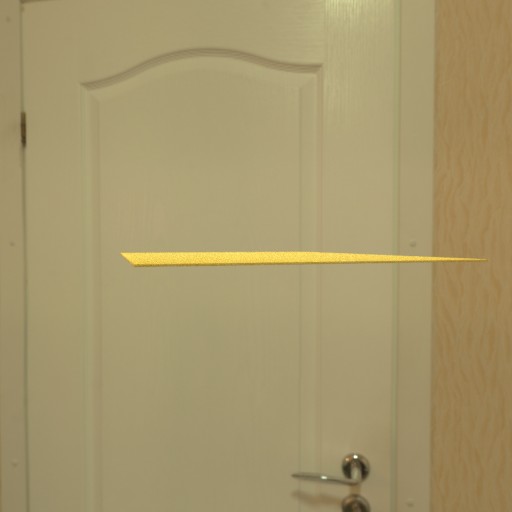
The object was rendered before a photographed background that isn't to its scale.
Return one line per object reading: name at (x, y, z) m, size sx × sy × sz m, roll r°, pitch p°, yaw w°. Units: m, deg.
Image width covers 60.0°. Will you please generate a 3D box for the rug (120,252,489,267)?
rug at (0.000, 0.000, 4.366) m, size 2.486 × 0.015 × 3.242 m, roll -1°, pitch 2°, yaw -18°
